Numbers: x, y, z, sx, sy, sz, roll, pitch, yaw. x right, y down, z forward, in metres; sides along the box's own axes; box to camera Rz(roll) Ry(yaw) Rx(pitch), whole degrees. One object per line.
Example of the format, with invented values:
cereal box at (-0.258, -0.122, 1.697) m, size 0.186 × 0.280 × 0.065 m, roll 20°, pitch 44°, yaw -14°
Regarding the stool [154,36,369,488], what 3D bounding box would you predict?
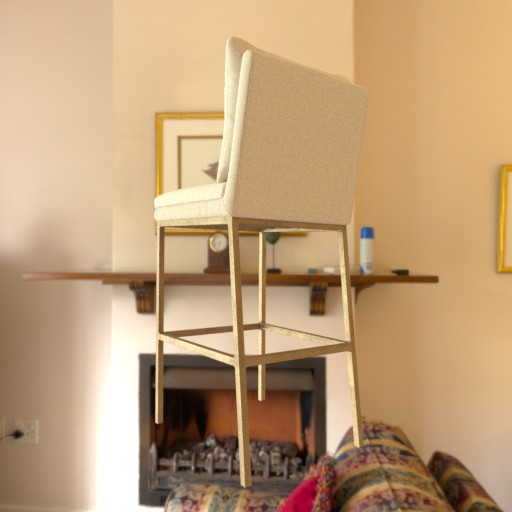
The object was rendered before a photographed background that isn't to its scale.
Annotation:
stool at (0.000, 0.000, 1.411) m, size 0.463 × 1.125 × 0.572 m, roll 0°, pitch -1°, yaw -35°
